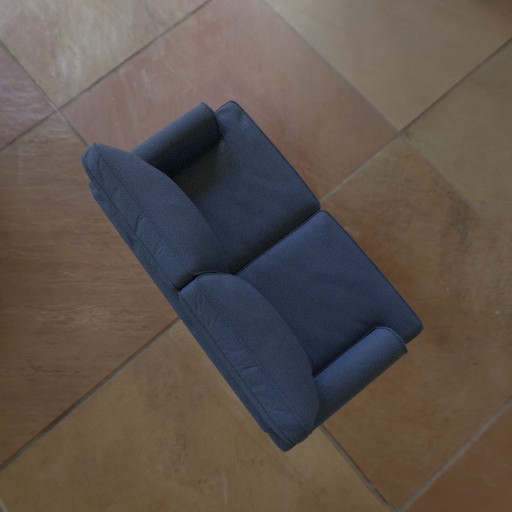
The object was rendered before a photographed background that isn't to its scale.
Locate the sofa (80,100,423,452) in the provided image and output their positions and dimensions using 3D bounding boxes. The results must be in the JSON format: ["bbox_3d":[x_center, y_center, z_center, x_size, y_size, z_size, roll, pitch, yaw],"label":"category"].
[{"bbox_3d":[0.000,0.000,2.275,0.965,0.965,1.651,-37,80,-8],"label":"sofa"}]
